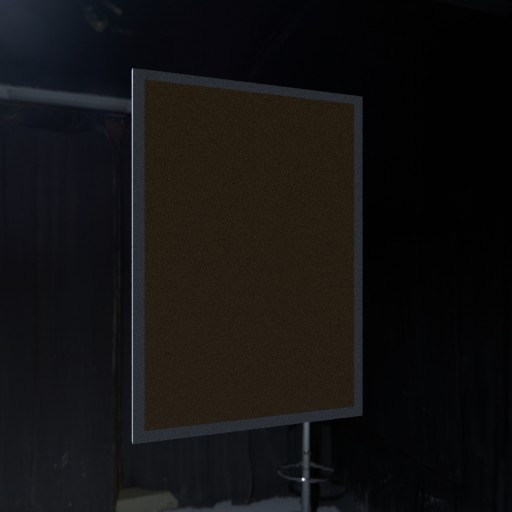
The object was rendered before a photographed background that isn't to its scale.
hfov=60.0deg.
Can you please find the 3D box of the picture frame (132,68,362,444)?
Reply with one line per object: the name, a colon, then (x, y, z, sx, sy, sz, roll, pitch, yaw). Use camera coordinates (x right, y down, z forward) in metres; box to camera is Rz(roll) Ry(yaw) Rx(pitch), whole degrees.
picture frame: (0.000, 0.000, 0.850, 0.457, 0.657, 0.013, 0, 0, -18)
